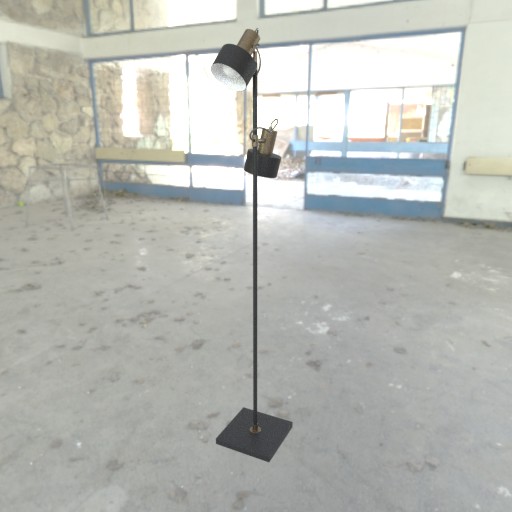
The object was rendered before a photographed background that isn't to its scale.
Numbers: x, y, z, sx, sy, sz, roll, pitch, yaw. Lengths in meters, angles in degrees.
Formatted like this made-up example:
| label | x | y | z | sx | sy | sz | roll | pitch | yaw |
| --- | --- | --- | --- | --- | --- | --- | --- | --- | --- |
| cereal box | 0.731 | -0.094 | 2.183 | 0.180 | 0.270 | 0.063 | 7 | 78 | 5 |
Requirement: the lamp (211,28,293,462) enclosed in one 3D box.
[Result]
| label | x | y | z | sx | sy | sz | roll | pitch | yaw |
| --- | --- | --- | --- | --- | --- | --- | --- | --- | --- |
| lamp | 0.000 | 0.000 | 1.603 | 0.233 | 1.505 | 0.315 | 8 | 17 | 25 |
